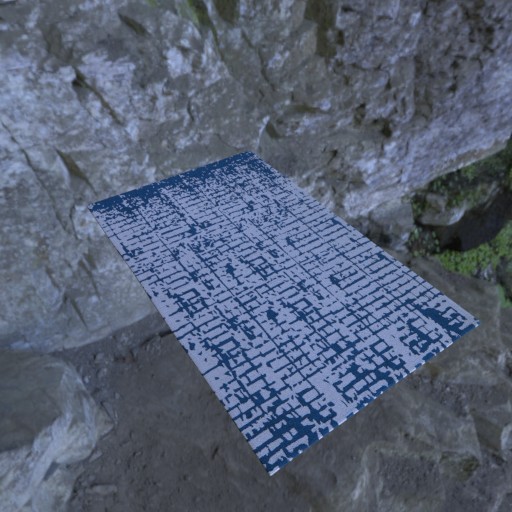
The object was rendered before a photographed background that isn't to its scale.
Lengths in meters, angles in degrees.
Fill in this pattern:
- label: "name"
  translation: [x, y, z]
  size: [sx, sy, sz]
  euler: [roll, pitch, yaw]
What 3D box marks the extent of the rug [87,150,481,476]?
- label: "rug"
  translation: [0.000, 0.000, 3.004]
  size: [1.517, 0.011, 2.435]
  euler: [-25, 48, -25]
